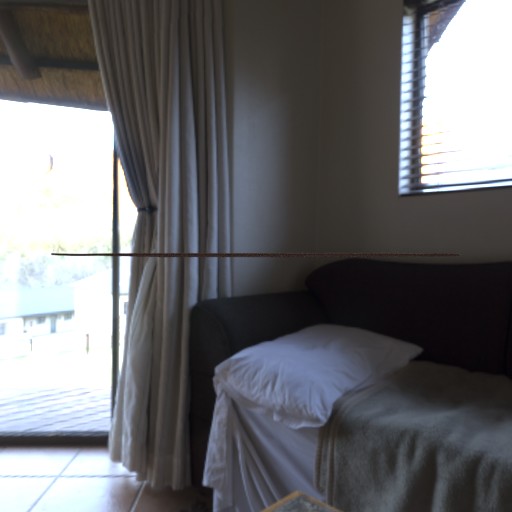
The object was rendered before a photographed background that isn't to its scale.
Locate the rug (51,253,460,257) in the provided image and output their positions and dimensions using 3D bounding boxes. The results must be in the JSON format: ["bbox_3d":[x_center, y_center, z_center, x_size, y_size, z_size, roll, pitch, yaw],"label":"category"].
[{"bbox_3d":[0.000,0.000,4.197,2.479,0.023,3.092,0,0,0],"label":"rug"}]
